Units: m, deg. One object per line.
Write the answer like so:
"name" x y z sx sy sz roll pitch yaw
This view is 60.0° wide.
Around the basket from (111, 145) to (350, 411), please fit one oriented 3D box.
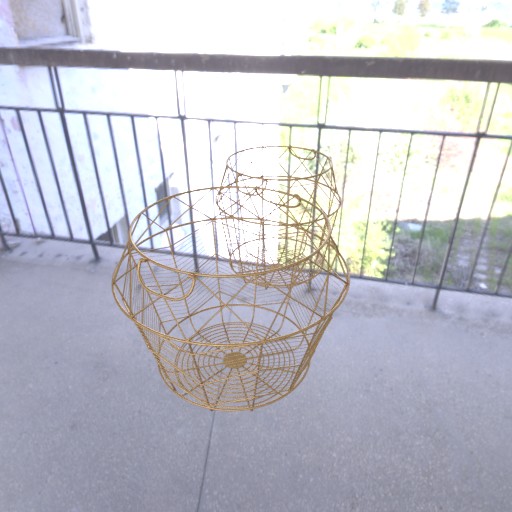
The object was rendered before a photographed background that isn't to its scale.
"basket" 0.000 0.000 1.045 0.451 0.343 0.805 8 31 13
